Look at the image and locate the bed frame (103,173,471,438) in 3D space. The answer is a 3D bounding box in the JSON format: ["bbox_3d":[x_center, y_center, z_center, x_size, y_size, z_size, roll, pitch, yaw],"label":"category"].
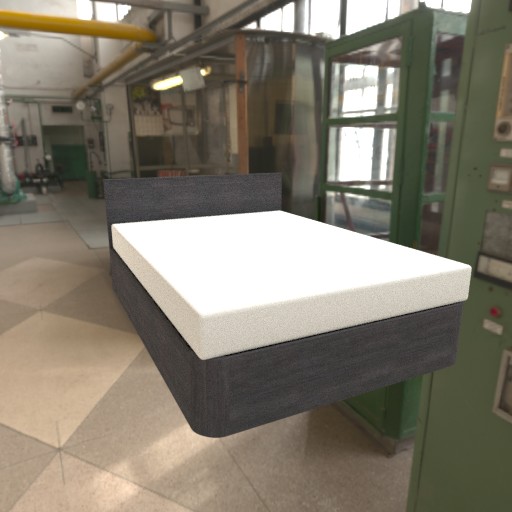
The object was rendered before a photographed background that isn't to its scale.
[{"bbox_3d":[0.000,0.000,2.629,1.400,0.800,1.900,-7,17,-25],"label":"bed frame"}]
